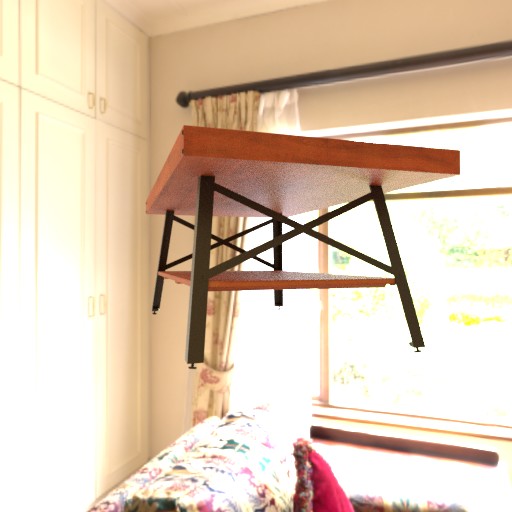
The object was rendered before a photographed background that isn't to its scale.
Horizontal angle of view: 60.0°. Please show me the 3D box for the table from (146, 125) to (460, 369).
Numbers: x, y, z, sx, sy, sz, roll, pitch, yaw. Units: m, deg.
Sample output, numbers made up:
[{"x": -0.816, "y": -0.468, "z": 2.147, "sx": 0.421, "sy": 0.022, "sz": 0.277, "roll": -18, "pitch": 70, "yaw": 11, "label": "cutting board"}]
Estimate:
[{"x": 0.000, "y": 0.000, "z": 1.389, "sx": 0.610, "sy": 0.457, "sz": 1.067, "roll": 0, "pitch": -1, "yaw": -17, "label": "table"}]
